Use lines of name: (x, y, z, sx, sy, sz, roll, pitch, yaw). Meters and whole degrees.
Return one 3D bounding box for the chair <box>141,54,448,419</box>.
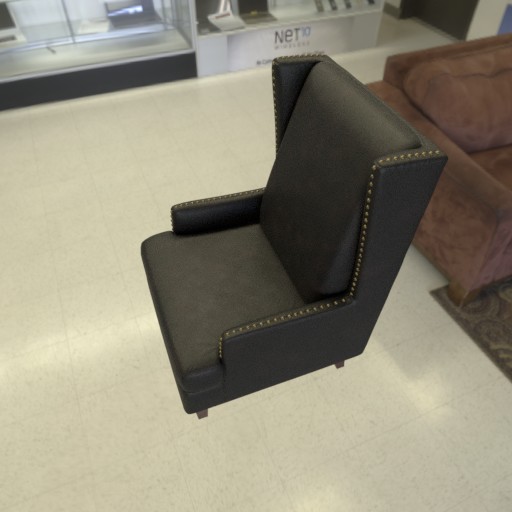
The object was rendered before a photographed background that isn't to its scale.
chair: (0.000, 0.000, 1.635, 0.799, 1.142, 0.703, -16, 49, -14)
